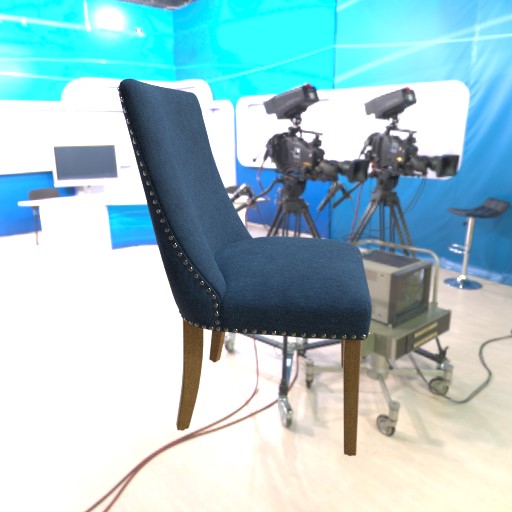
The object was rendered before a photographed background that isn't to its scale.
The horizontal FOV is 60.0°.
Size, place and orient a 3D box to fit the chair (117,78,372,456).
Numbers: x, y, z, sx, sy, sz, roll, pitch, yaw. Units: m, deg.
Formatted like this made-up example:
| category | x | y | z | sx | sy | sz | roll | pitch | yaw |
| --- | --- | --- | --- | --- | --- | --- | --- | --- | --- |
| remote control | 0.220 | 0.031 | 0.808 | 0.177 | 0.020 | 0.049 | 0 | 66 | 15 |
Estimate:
| category | x | y | z | sx | sy | sz | roll | pitch | yaw |
| --- | --- | --- | --- | --- | --- | --- | --- | --- | --- |
| chair | 0.000 | 0.000 | 1.243 | 0.610 | 0.902 | 0.495 | 3 | 17 | 9 |
